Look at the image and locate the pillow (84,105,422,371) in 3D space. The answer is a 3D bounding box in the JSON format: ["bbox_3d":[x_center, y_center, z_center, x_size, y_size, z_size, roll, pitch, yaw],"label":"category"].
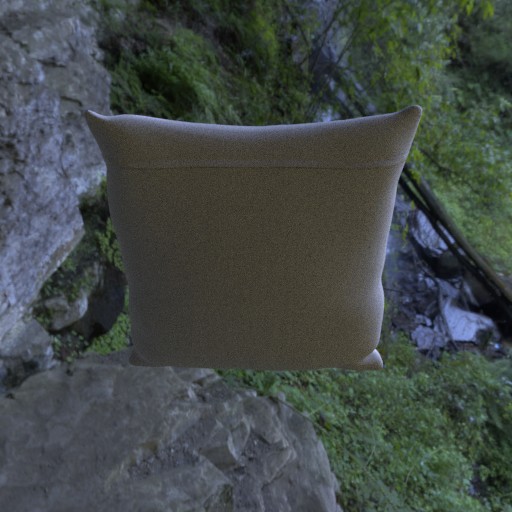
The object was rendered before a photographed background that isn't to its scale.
[{"bbox_3d":[0.000,0.000,0.669,0.440,0.441,0.182,0,30,0],"label":"pillow"}]
